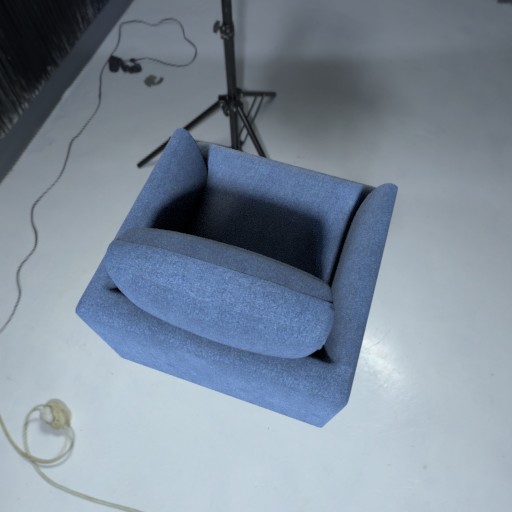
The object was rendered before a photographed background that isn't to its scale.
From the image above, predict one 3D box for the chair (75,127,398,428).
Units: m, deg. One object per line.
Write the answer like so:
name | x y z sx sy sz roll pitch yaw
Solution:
chair | 0.000 0.000 1.601 0.858 0.957 0.899 17 64 9
